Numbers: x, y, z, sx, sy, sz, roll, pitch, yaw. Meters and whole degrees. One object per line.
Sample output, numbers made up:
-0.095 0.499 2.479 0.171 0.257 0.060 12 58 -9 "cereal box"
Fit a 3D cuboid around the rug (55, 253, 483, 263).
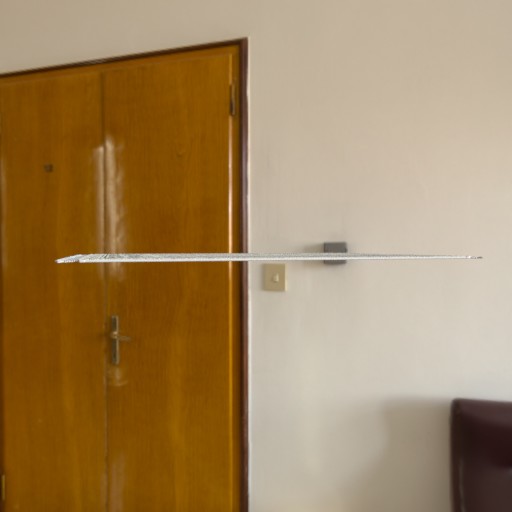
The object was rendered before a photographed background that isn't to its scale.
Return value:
0.000 0.000 2.376 1.872 0.013 1.243 0 1 -18 "rug"
